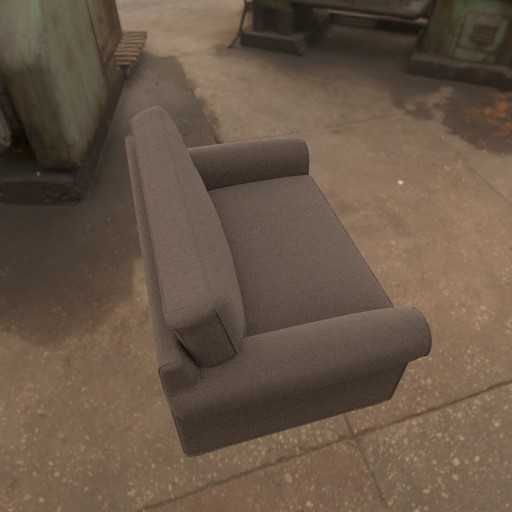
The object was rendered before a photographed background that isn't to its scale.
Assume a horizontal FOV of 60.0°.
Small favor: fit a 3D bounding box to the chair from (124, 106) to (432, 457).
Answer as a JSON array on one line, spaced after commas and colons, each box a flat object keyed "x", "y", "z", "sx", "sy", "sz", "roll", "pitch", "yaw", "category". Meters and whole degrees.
[{"x": 0.000, "y": 0.000, "z": 1.951, "sx": 0.930, "sy": 0.930, "sz": 1.390, "roll": -12, "pitch": 47, "yaw": -11, "category": "chair"}]
